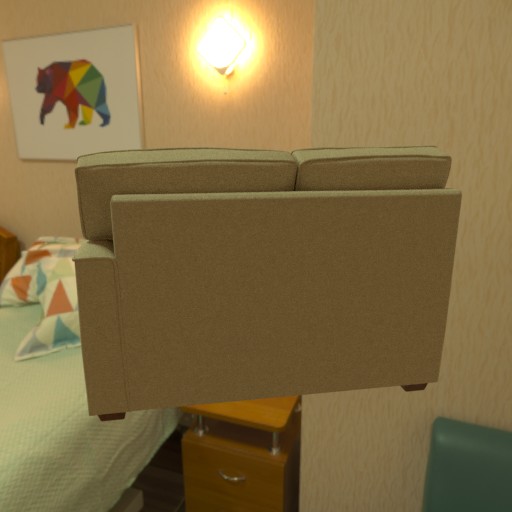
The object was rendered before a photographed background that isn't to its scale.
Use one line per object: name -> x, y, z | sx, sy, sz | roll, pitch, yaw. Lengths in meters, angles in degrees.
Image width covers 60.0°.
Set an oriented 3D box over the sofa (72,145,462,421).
sofa -> 0.000, 0.000, 2.026 | 1.388, 0.989, 0.991 | -2, 15, -9
